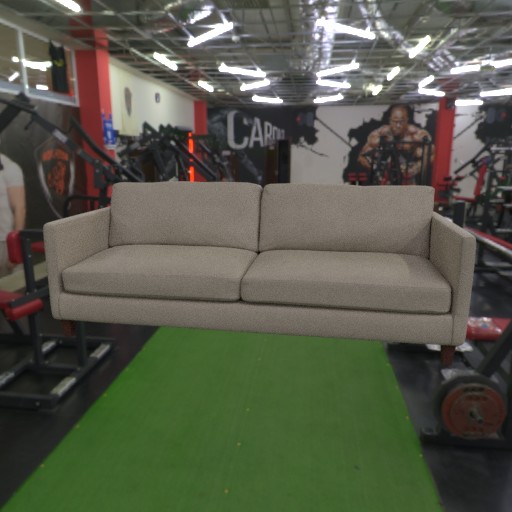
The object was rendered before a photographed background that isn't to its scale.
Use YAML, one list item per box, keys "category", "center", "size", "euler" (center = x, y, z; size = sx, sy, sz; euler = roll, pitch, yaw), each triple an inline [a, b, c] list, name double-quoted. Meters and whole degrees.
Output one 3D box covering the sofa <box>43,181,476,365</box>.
- category: "sofa"
  center: [0.000, 0.000, 2.884]
  size: [2.404, 0.912, 0.988]
  euler: [2, 14, 9]
